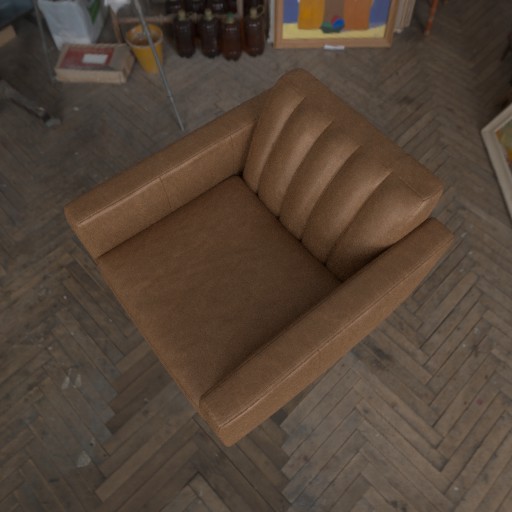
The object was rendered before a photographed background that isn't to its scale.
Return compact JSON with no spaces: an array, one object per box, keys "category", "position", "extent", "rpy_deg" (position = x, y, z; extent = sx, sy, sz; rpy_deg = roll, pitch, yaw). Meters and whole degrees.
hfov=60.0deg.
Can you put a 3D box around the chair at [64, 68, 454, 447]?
[{"category":"chair","position":[0.000,0.000,1.673],"extent":[0.998,0.819,0.953],"rpy_deg":[-35,68,-17]}]
